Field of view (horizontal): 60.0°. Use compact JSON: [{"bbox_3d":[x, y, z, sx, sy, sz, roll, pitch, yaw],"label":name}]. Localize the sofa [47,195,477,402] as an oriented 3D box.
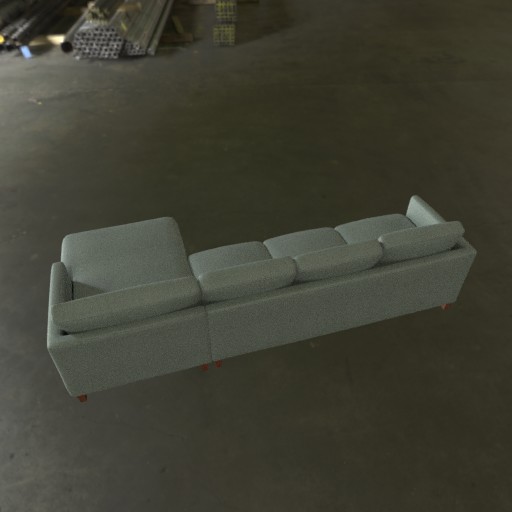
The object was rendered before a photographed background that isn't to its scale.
[{"bbox_3d":[0.000,0.000,4.084,3.471,0.950,1.604,-11,43,-13],"label":"sofa"}]
